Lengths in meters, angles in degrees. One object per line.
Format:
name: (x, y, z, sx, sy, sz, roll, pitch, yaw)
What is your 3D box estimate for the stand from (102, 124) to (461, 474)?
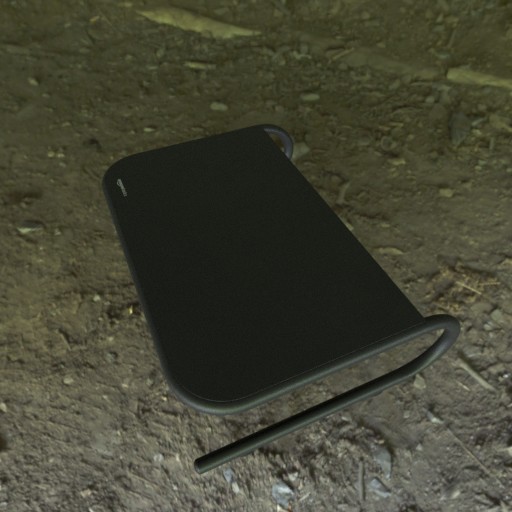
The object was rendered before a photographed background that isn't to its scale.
stand: (0.000, 0.000, 0.516, 0.280, 0.108, 0.370, -18, 50, -16)
